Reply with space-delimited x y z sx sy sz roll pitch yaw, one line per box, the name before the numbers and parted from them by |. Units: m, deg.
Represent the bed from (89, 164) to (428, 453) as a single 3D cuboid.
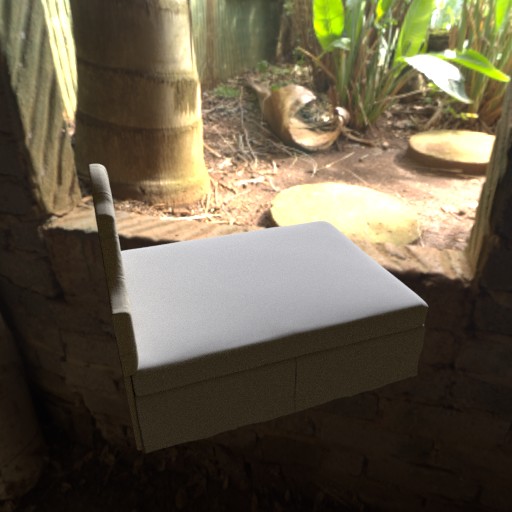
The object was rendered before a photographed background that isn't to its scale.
bed | 0.000 0.000 3.290 2.092 1.575 1.627 -10 30 -17
